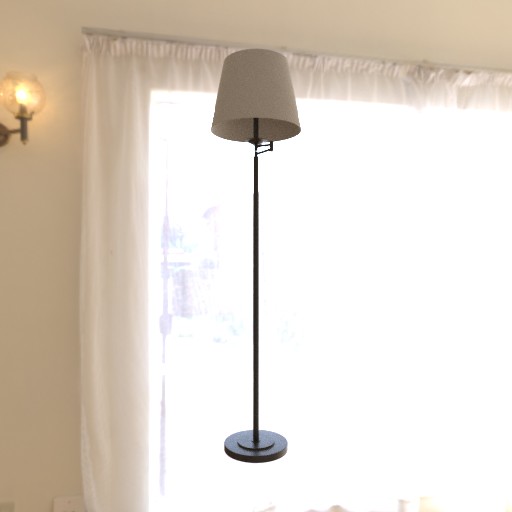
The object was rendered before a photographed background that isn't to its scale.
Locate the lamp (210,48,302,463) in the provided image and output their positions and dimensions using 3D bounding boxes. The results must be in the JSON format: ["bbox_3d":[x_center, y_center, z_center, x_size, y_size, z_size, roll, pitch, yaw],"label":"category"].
[{"bbox_3d":[0.000,0.000,1.696,0.348,1.473,0.348,0,0,-36],"label":"lamp"}]
